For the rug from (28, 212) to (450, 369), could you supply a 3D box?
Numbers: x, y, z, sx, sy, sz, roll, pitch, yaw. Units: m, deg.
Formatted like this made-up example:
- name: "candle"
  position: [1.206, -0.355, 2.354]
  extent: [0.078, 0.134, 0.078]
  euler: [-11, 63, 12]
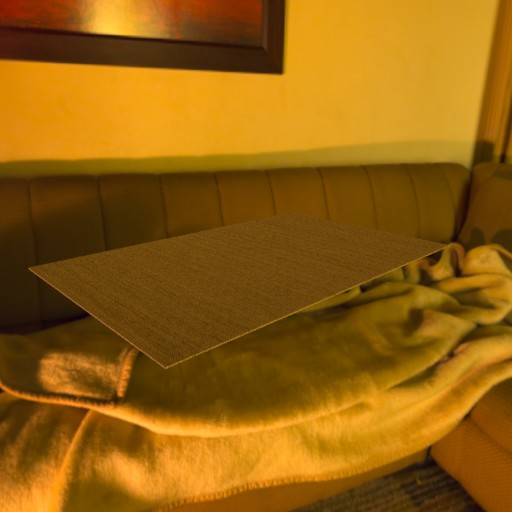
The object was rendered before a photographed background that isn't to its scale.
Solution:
- name: "rug"
  position: [0.000, 0.000, 2.180]
  extent: [1.752, 0.006, 1.142]
  euler: [-16, 23, -41]
